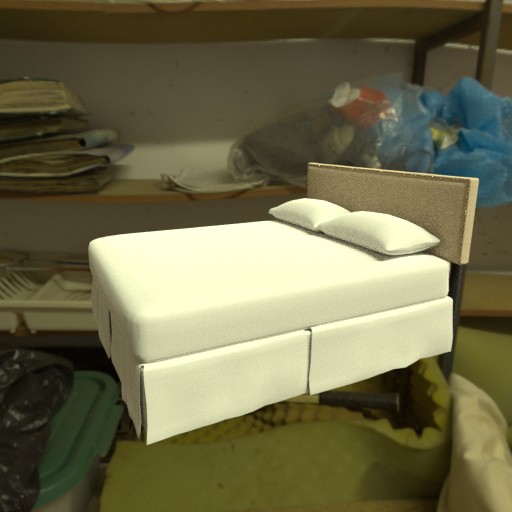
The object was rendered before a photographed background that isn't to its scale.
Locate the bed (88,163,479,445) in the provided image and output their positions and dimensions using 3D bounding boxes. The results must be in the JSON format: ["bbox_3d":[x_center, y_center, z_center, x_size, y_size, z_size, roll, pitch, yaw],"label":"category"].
[{"bbox_3d":[0.000,0.000,2.772,1.876,1.016,1.616,-7,17,-26],"label":"bed"}]
